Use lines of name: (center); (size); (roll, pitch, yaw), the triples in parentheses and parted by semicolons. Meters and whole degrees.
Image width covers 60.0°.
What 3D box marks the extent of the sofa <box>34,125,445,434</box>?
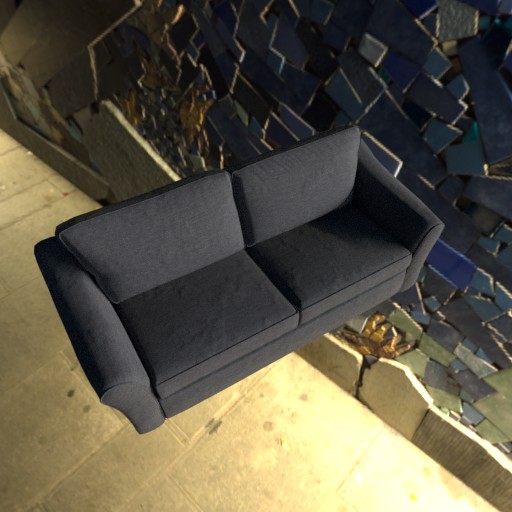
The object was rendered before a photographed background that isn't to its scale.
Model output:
sofa: (0.000, 0.000, 2.709); (2.270, 0.950, 0.971); (-24, 51, -21)
